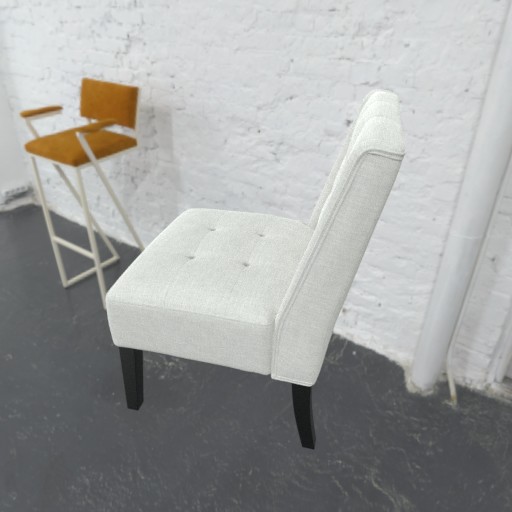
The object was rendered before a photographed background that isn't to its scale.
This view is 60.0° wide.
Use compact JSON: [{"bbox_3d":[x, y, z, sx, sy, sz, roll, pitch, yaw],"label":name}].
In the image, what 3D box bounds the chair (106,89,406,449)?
[{"bbox_3d":[0.000,0.000,1.268,0.676,0.853,0.569,7,31,12],"label":"chair"}]
